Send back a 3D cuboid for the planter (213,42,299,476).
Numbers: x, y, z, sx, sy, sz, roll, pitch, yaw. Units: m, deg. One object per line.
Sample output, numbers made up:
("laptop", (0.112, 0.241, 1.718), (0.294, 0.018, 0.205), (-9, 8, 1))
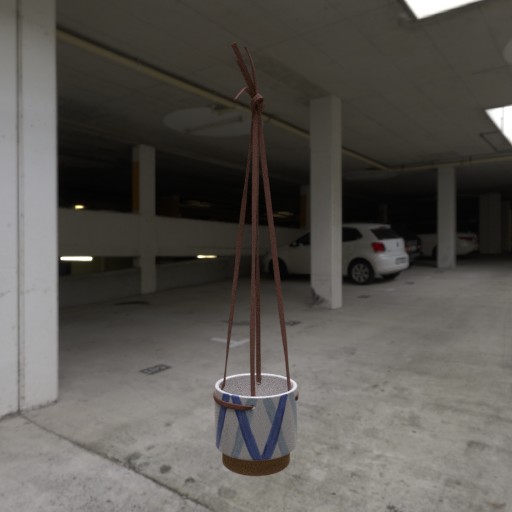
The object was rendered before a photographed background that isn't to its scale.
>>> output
("planter", (0.000, 0.000, 0.818), (0.153, 0.753, 0.157), (0, 0, 37))
